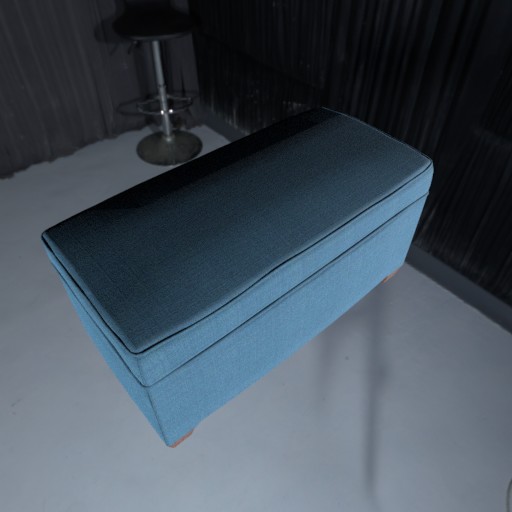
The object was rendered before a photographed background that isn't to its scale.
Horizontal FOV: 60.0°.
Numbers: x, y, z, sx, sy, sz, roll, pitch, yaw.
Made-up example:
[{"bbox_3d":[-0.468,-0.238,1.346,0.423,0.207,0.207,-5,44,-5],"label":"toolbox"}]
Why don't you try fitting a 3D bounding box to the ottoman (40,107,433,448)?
[{"bbox_3d":[0.000,0.000,1.245,0.943,0.474,0.474,-32,54,-27],"label":"ottoman"}]
